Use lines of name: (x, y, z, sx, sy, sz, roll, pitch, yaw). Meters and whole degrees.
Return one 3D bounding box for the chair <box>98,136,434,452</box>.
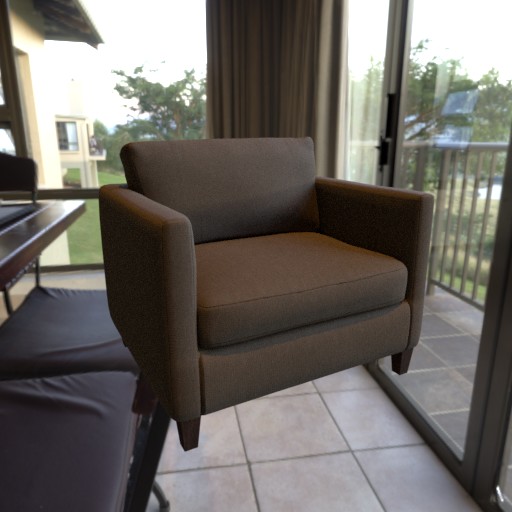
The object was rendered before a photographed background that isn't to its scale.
chair: (0.000, 0.000, 1.876, 1.107, 0.963, 0.959, -9, 18, -28)
